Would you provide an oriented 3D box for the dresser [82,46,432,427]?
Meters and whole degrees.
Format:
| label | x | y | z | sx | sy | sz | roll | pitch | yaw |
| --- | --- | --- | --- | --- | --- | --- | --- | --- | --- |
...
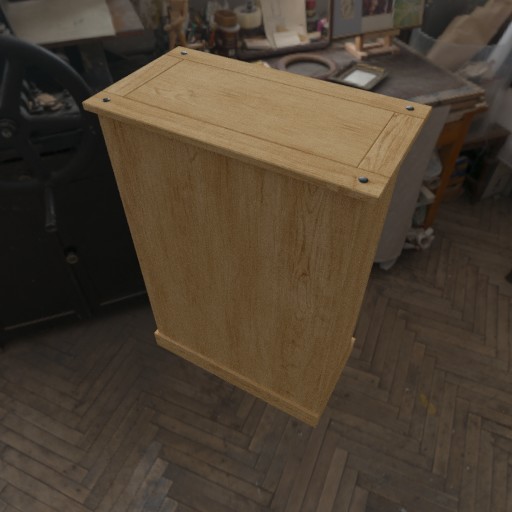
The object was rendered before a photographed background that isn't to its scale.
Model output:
| label | x | y | z | sx | sy | sz | roll | pitch | yaw |
| --- | --- | --- | --- | --- | --- | --- | --- | --- | --- |
| dresser | 0.000 | 0.000 | 1.772 | 0.915 | 1.300 | 0.485 | 22 | 50 | 20 |
